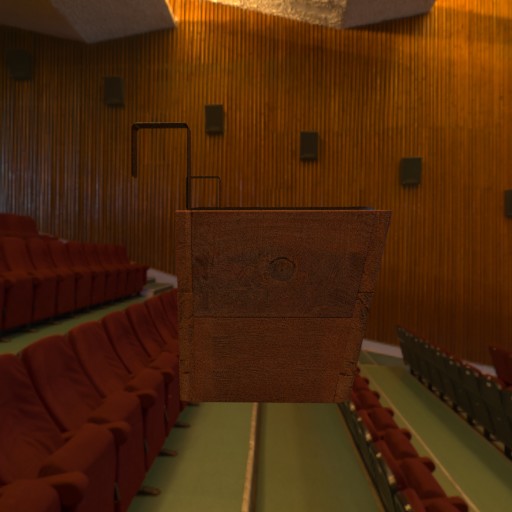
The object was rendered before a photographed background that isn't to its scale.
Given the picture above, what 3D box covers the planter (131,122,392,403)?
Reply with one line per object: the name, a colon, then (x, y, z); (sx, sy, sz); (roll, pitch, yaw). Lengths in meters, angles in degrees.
planter: (0.000, 0.000, 0.647); (0.262, 0.289, 0.480); (0, 0, 1)
